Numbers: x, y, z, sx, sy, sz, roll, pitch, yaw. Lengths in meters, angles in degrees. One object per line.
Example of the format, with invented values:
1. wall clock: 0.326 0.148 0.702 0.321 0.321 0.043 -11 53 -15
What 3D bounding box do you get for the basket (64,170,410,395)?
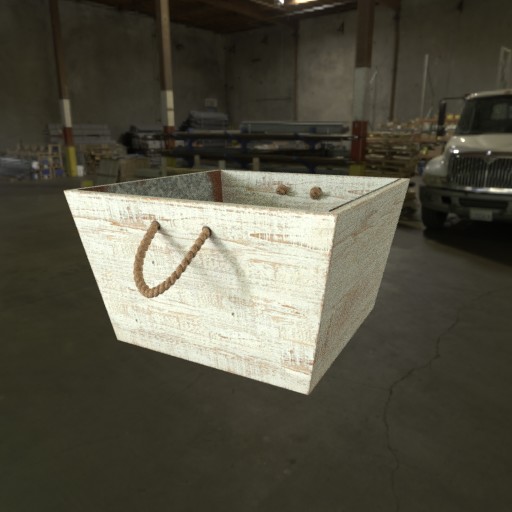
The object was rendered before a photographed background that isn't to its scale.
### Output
1. basket: 0.000 0.000 0.757 0.413 0.247 0.545 8 18 27
